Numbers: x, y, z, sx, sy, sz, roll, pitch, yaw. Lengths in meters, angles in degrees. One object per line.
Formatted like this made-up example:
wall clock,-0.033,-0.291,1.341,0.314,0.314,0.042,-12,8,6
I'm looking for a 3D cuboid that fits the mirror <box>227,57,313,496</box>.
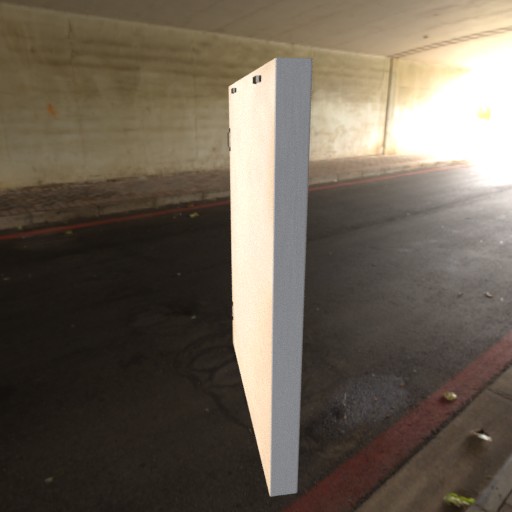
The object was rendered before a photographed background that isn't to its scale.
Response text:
mirror,0.000,0.000,0.675,0.041,0.508,0.405,-3,18,-9
